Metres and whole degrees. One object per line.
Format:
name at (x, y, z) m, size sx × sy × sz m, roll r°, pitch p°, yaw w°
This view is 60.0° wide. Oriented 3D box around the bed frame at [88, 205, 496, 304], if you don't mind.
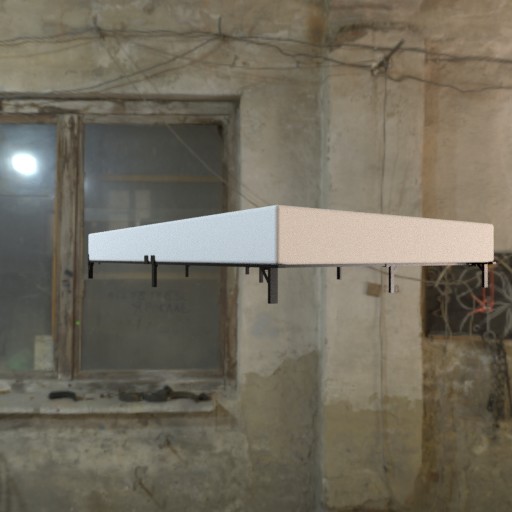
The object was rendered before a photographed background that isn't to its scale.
bed frame at (0.000, 0.000, 3.700) m, size 1.930 × 0.440 × 2.987 m, roll 0°, pitch 0°, yaw -36°
